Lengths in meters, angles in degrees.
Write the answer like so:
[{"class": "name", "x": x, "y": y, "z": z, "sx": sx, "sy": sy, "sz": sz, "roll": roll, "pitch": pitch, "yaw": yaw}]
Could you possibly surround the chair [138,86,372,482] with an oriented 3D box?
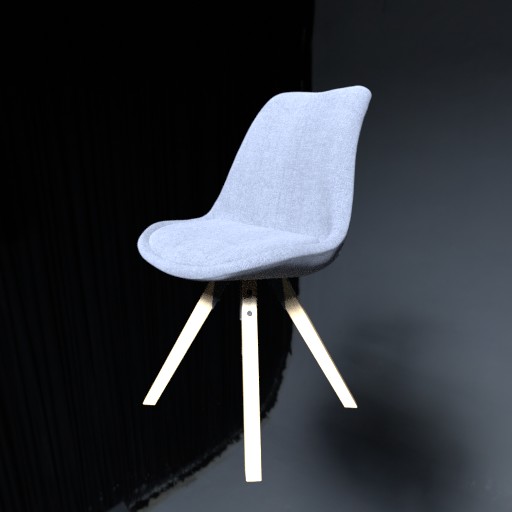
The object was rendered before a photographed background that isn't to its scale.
[{"class": "chair", "x": 0.000, "y": 0.000, "z": 1.152, "sx": 0.485, "sy": 0.850, "sz": 0.550, "roll": 14, "pitch": 20, "yaw": 43}]
